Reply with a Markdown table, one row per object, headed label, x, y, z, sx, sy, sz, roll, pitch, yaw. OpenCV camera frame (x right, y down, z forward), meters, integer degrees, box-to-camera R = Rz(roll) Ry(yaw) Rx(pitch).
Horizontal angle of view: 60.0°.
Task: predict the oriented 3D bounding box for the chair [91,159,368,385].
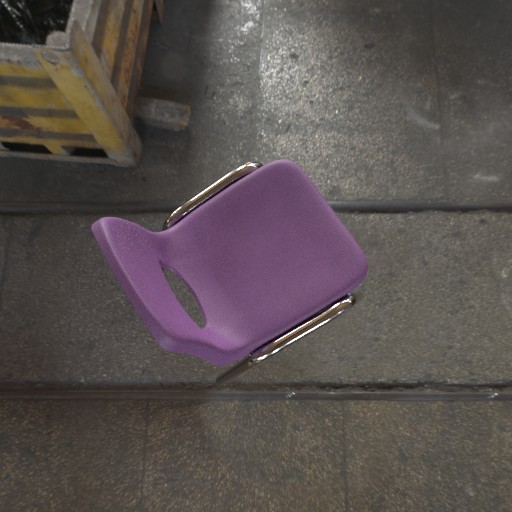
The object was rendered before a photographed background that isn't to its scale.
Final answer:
| label | x | y | z | sx | sy | sz | roll | pitch | yaw |
| --- | --- | --- | --- | --- | --- | --- | --- | --- | --- |
| chair | 0.000 | 0.000 | 0.840 | 0.419 | 0.584 | 0.356 | -32 | 78 | -8 |
